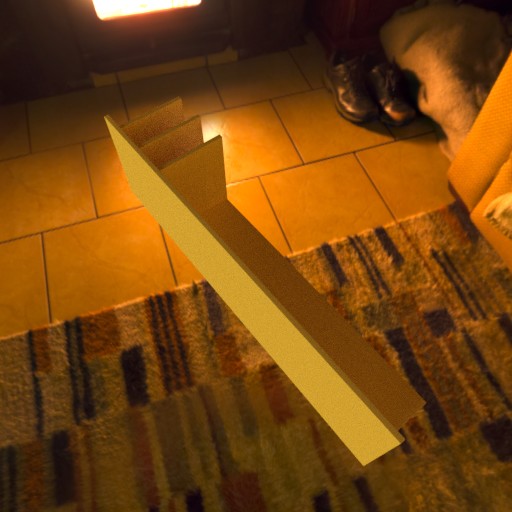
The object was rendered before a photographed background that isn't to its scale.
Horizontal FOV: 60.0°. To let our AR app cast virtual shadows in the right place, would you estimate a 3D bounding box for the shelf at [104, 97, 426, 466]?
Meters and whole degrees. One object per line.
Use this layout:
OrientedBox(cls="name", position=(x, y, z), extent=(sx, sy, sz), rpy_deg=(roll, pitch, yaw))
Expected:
OrientedBox(cls="shelf", position=(0.000, 0.000, 1.107), extent=(0.200, 0.300, 1.020), rpy_deg=(-34, 64, -19))
